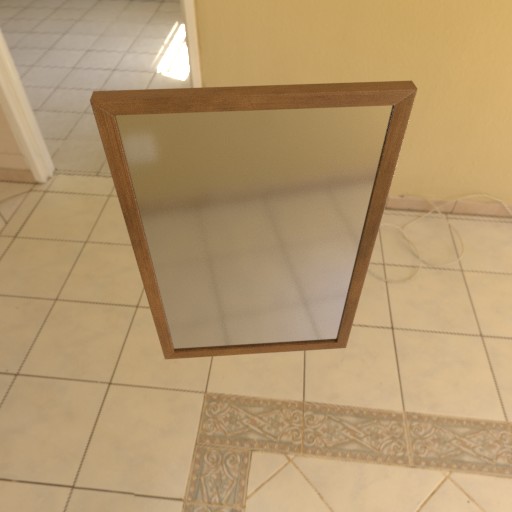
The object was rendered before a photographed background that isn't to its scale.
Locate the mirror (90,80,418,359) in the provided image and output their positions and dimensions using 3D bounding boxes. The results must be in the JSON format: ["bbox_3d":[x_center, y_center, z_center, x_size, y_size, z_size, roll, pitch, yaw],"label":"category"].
[{"bbox_3d":[0.000,0.000,1.167,0.609,0.915,0.040,-3,47,-3],"label":"mirror"}]
